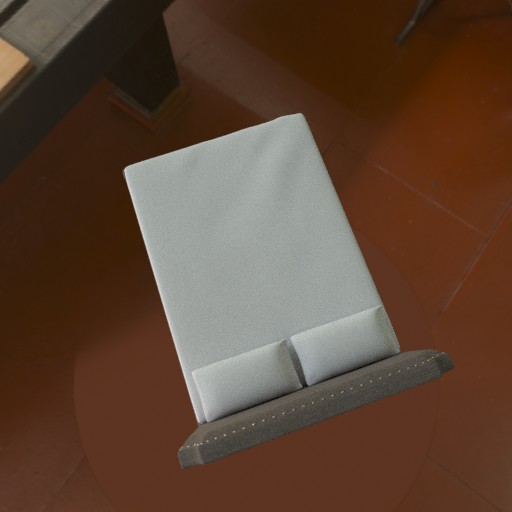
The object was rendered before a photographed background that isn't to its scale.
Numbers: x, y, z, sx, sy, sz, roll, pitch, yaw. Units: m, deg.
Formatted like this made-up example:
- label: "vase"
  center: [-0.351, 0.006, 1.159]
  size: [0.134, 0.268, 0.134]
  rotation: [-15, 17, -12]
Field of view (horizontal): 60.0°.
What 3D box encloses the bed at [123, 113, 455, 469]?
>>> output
- label: "bed"
  center: [0.000, 0.000, 3.441]
  size: [1.713, 1.457, 2.381]
  rotation: [-18, 77, -5]
